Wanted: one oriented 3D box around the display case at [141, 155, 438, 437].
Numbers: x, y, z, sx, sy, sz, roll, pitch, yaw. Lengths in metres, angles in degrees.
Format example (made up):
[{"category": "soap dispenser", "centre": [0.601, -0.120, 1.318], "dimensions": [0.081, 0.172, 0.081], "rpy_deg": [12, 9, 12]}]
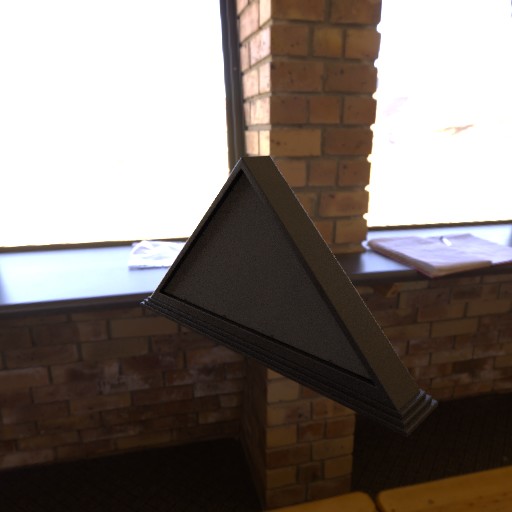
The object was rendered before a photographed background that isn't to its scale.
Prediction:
[{"category": "display case", "centre": [0.000, 0.000, 0.774], "dimensions": [0.640, 0.340, 0.095], "rpy_deg": [15, 22, 42]}]
